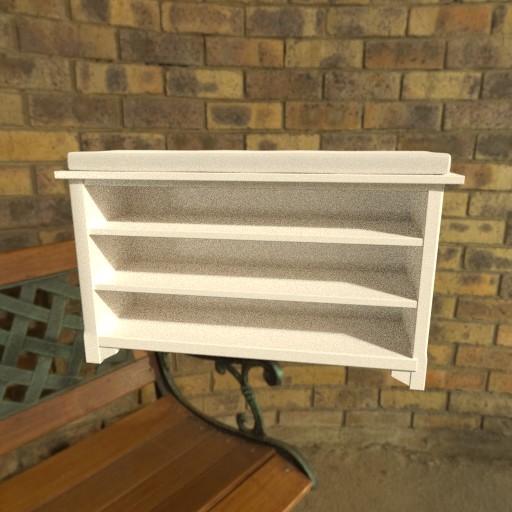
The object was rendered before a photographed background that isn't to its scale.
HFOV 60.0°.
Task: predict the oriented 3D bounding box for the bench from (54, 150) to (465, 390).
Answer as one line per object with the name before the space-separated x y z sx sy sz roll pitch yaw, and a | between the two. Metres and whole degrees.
bench | 0.000 0.000 1.278 0.987 0.589 0.346 2 14 9
